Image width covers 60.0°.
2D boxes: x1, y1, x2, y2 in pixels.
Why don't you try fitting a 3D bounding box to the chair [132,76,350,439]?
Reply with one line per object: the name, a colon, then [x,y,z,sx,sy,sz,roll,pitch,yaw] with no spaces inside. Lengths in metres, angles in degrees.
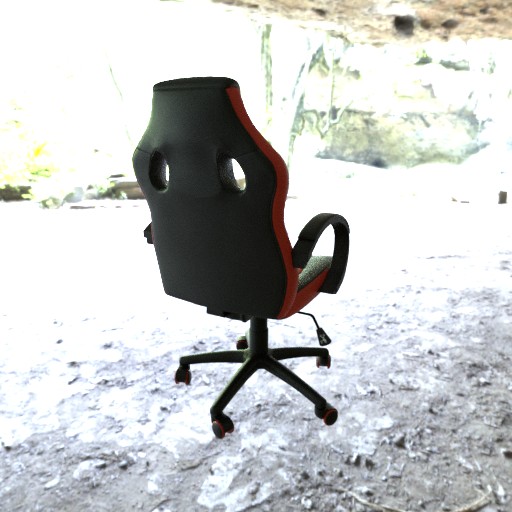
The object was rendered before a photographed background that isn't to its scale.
chair: [0.000,0.000,1.406,0.600,1.016,0.642,9,19,27]
